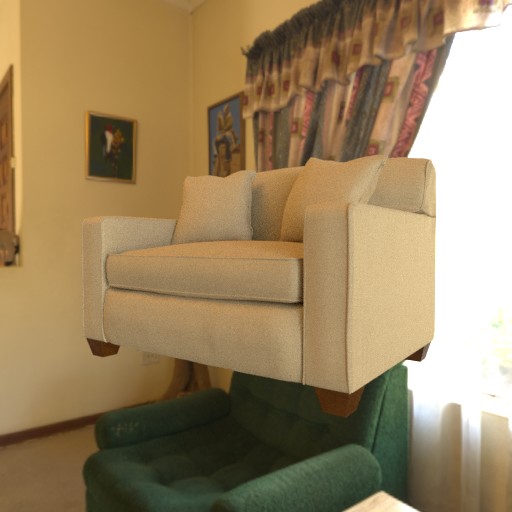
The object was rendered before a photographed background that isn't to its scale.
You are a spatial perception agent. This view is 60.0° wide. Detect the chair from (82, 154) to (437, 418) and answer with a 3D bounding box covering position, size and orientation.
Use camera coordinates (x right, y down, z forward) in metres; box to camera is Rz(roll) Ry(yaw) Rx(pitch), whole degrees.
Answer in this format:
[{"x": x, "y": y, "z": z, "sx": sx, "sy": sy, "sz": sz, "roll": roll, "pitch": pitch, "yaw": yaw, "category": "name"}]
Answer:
[{"x": 0.000, "y": 0.000, "z": 2.063, "sx": 1.383, "sy": 0.948, "sz": 1.000, "roll": 1, "pitch": 2, "yaw": 36, "category": "chair"}]
